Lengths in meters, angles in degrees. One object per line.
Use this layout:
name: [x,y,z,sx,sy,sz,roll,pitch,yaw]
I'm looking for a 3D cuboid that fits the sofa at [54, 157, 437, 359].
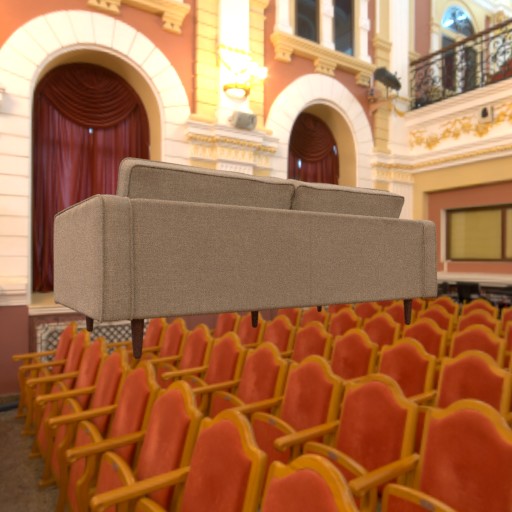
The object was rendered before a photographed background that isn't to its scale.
sofa: [0.000,0.000,2.355,1.879,0.762,0.914,0,-1,-33]
